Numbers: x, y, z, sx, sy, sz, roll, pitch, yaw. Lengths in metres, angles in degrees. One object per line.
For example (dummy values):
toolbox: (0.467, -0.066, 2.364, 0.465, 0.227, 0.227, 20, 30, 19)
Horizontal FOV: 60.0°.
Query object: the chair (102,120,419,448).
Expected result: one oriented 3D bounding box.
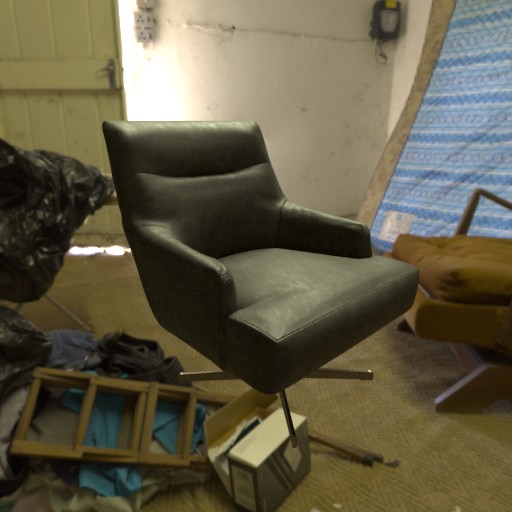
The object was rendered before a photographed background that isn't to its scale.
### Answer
chair: (0.000, 0.000, 1.487, 0.874, 0.870, 0.738, 16, 23, 42)
